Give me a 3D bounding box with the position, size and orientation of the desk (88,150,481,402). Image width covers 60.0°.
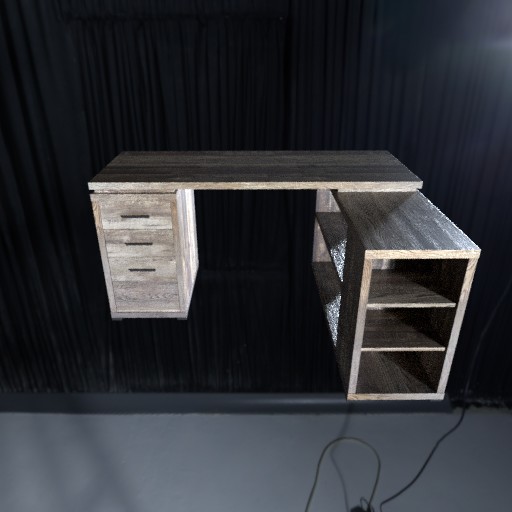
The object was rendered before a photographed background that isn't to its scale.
[{"bbox_3d":[0.000,0.000,2.187,1.524,0.753,1.200,0,27,-1],"label":"desk"}]
